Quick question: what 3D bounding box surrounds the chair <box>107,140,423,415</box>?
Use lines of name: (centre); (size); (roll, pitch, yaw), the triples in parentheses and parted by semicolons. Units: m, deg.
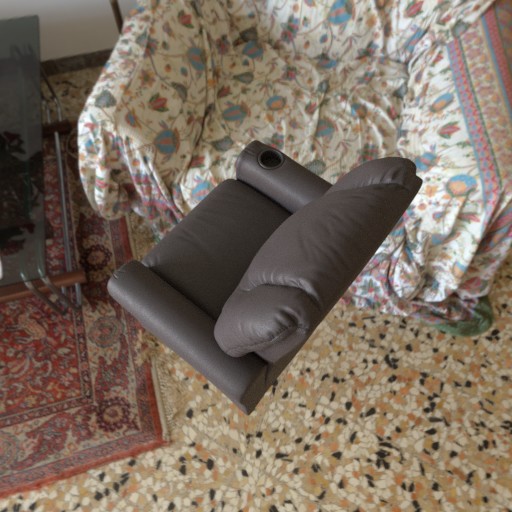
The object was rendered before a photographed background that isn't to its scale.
chair: (0.000, 0.000, 1.130); (0.521, 0.709, 0.610); (35, 68, 17)
